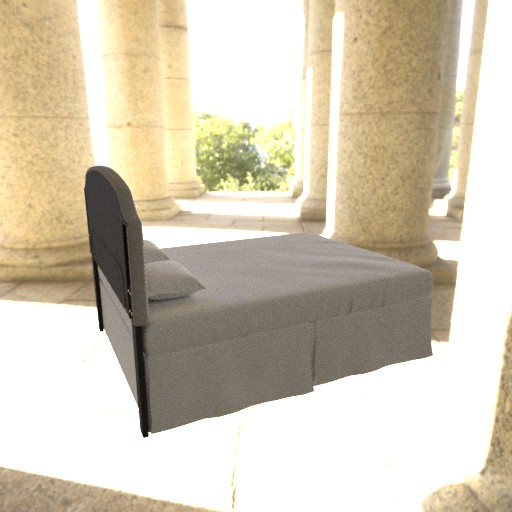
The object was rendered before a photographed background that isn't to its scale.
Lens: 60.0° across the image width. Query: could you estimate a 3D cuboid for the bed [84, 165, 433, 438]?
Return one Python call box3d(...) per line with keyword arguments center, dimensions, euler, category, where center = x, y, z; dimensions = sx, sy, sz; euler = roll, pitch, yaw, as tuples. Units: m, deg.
box3d(center=(0.000, 0.000, 3.070), dimensions=(1.999, 1.270, 1.558), euler=(-7, 17, -26), category="bed")
